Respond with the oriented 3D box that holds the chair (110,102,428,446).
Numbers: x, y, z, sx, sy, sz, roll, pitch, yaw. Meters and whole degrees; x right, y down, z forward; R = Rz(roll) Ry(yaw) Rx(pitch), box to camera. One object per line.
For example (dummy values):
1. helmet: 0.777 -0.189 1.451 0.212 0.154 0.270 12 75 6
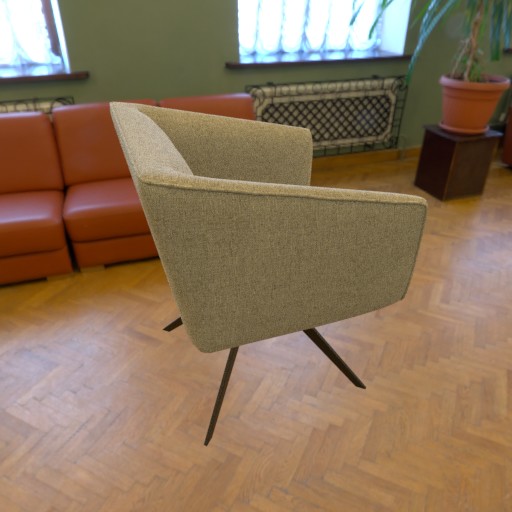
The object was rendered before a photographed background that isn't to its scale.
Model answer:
1. chair: 0.000 0.000 1.234 0.623 0.760 0.628 -11 33 -17
